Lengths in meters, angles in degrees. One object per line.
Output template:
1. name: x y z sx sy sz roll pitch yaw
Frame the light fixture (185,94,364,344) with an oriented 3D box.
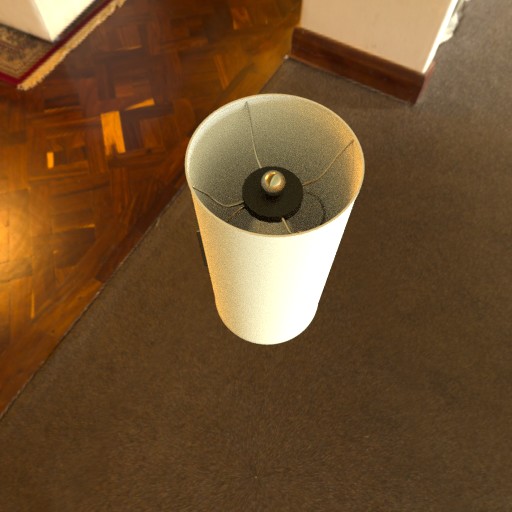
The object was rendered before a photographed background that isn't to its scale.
1. light fixture: 0.000 0.000 0.540 0.128 0.462 0.208 -17 65 -9
